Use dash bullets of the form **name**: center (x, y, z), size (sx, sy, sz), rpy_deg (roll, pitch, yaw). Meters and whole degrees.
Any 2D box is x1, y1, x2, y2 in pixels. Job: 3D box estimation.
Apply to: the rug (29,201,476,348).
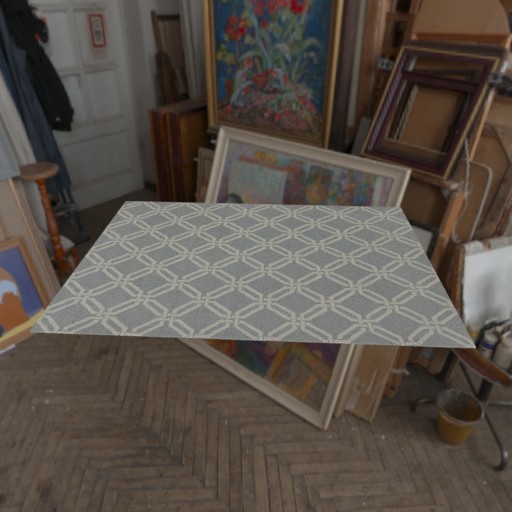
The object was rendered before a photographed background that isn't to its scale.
- **rug**: center (0.000, 0.000, 4.363), size (3.353, 0.013, 2.438), rpy_deg (2, 31, 3)
